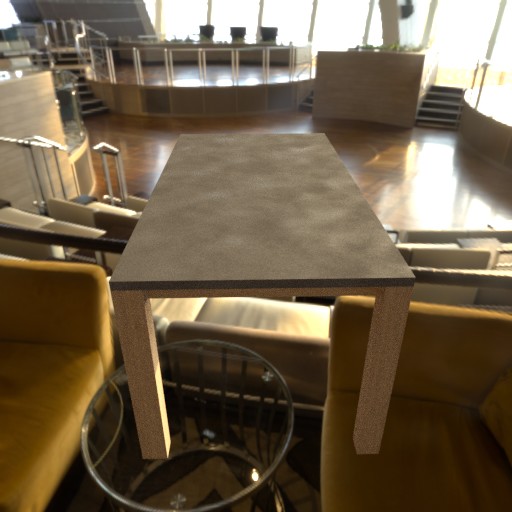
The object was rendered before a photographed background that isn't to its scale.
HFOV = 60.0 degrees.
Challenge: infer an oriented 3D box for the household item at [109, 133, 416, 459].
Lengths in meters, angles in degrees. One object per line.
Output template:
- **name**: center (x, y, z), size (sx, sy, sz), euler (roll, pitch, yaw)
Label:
- **household item**: center (0.000, 0.000, 2.108), size (0.850, 0.755, 1.600), euler (-1, 29, -1)
